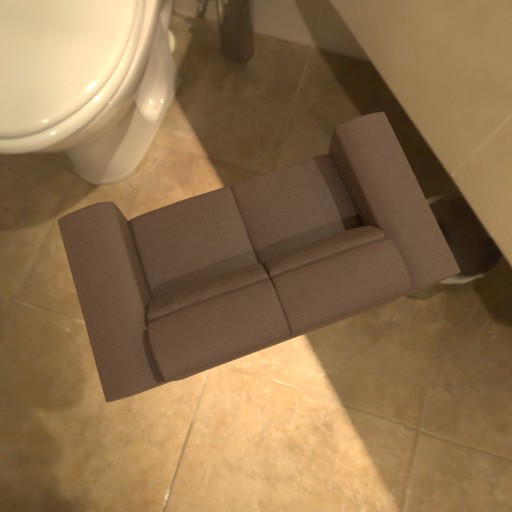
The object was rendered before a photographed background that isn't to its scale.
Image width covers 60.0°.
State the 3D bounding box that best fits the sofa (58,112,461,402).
[{"bbox_3d":[0.000,0.000,2.511,1.895,0.779,1.003,-19,77,-5],"label":"sofa"}]
